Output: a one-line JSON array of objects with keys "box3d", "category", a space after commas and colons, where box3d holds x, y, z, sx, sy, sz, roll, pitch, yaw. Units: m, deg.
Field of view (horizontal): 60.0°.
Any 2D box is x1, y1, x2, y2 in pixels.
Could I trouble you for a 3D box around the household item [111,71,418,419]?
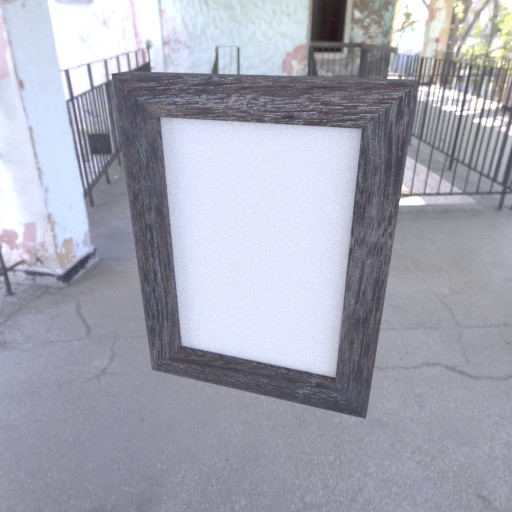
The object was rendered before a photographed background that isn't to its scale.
[{"box3d": [0.000, 0.000, 0.278, 0.160, 0.210, 0.020, 8, 28, 15], "category": "household item"}]
